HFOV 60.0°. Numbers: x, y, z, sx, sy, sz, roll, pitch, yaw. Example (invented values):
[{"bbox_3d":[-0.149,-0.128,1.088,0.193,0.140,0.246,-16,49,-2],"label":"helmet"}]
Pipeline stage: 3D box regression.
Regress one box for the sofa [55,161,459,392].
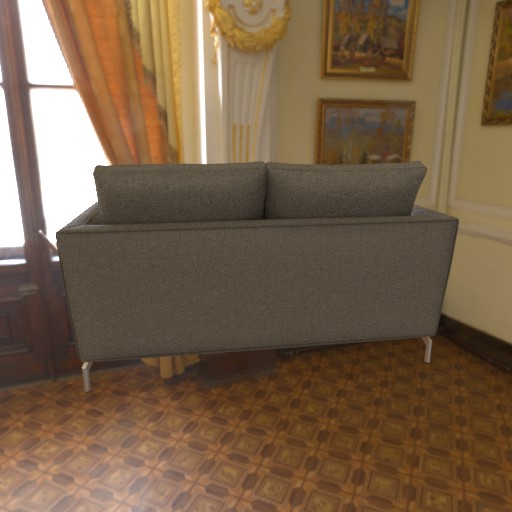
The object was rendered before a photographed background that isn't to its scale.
[{"bbox_3d":[0.000,0.000,2.140,1.594,0.924,0.803,-2,15,-9],"label":"sofa"}]
